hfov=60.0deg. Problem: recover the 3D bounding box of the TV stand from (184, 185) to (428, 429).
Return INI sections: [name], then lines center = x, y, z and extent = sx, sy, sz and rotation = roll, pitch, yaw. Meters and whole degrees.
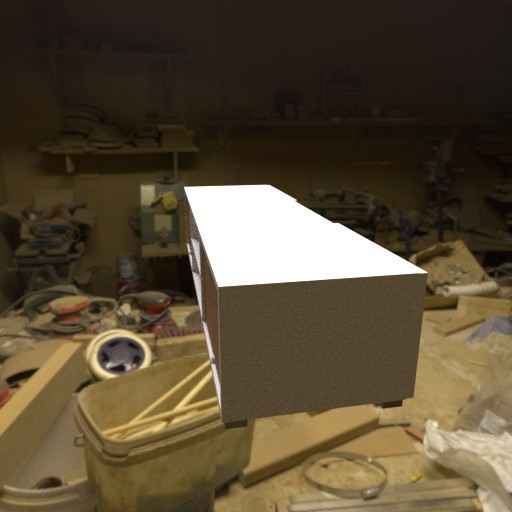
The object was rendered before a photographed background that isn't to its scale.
[TV stand]
center = 0.000, 0.000, 1.546
extent = 0.420, 0.310, 1.400
rotation = -3, 17, -11
